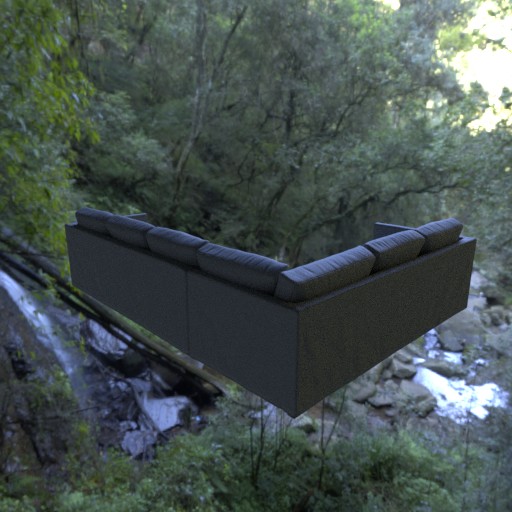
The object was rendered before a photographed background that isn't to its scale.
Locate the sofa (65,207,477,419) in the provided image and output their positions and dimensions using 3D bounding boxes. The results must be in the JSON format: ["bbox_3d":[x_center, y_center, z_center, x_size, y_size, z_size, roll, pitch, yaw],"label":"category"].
[{"bbox_3d":[0.000,0.000,4.311,2.432,0.871,3.182,-15,21,-42],"label":"sofa"}]
